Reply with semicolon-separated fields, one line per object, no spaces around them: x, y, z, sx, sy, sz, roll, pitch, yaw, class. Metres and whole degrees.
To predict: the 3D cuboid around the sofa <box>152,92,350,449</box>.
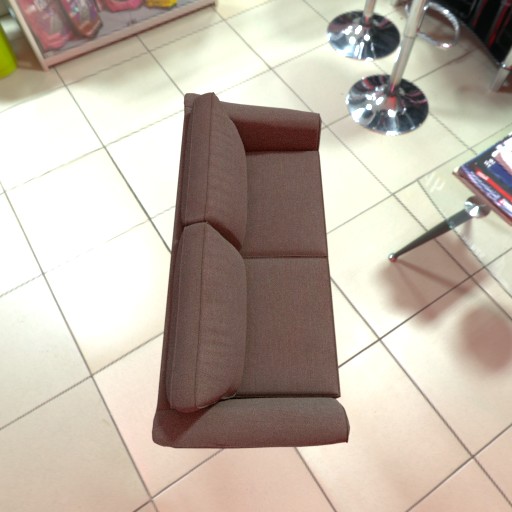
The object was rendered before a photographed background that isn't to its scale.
0.000;0.000;2.813;0.986;0.906;2.270;0;63;0;sofa
